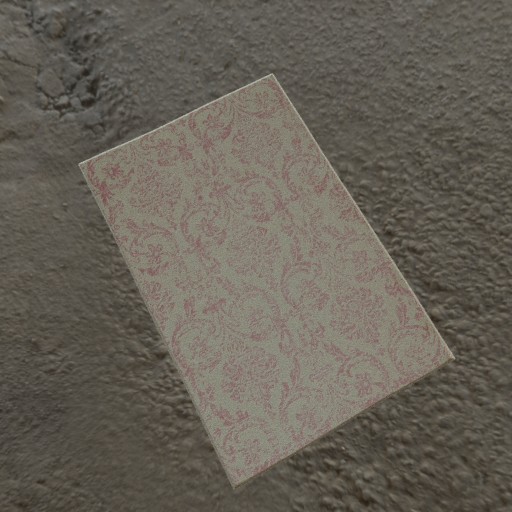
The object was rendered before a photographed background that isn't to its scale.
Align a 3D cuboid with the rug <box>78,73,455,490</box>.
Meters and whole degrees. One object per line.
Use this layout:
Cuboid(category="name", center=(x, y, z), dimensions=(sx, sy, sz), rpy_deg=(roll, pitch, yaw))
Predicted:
Cuboid(category="rug", center=(0.000, 0.000, 3.420), dimensions=(1.819, 0.018, 2.746), rpy_deg=(-28, 77, -7))
